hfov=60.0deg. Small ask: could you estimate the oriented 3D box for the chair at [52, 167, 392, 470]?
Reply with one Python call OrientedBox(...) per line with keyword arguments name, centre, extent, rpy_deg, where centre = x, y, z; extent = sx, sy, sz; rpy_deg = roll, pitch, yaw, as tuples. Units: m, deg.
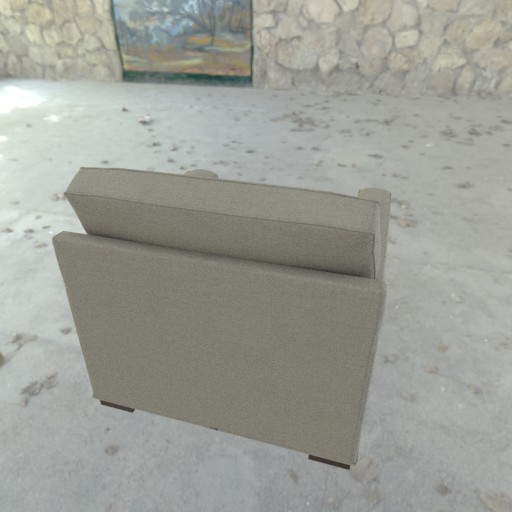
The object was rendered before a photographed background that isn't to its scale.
OrientedBox(name="chair", centre=(0.000, 0.000, 1.779), extent=(0.999, 0.934, 1.044), rpy_deg=(9, 32, 14))
